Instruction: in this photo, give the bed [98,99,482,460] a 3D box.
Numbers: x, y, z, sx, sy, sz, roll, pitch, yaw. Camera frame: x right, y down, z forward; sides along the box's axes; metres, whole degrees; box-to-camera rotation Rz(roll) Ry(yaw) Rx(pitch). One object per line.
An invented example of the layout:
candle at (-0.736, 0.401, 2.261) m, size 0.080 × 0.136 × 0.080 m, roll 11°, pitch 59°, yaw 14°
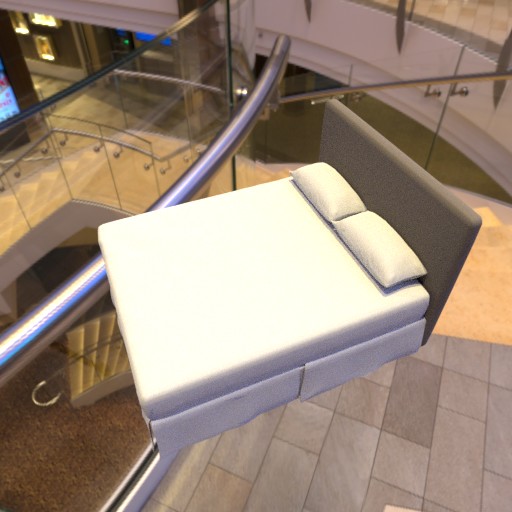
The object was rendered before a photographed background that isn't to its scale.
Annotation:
bed at (0.000, 0.000, 3.219) m, size 2.142 × 1.330 × 1.748 m, roll -16°, pitch 47°, yaw -16°
